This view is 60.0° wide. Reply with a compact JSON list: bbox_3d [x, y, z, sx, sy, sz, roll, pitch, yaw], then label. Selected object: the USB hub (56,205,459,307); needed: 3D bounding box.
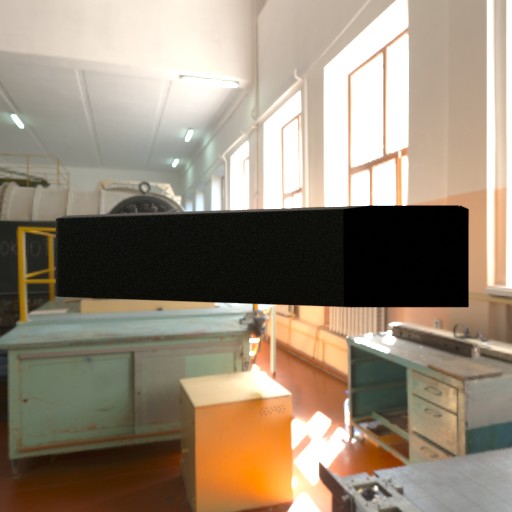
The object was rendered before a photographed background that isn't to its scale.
[{"bbox_3d":[0.000,0.000,0.130,0.110,0.023,0.044,0,0,18],"label":"USB hub"}]
